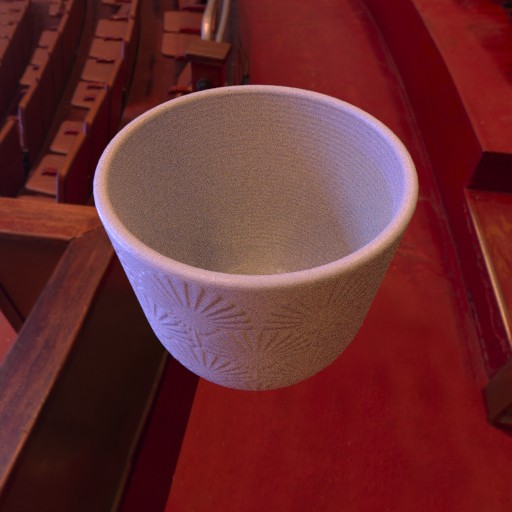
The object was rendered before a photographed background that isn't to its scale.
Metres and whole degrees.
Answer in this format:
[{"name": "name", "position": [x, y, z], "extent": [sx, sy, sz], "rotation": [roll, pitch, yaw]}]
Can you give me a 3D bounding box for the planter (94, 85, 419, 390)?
[{"name": "planter", "position": [0.000, 0.000, 0.292], "extent": [0.170, 0.152, 0.170], "rotation": [0, 48, 0]}]
